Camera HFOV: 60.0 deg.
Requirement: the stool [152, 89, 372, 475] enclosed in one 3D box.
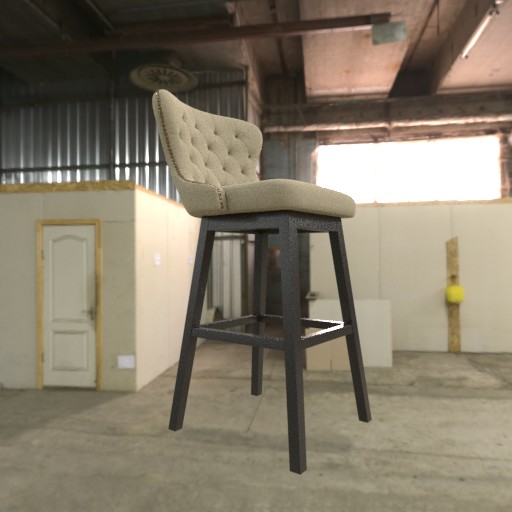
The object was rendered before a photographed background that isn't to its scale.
[{"bbox_3d":[0.000,0.000,1.439,0.605,1.066,0.528,0,0,37],"label":"stool"}]
